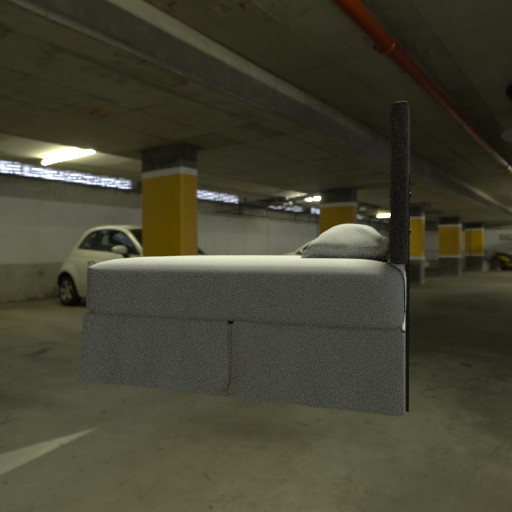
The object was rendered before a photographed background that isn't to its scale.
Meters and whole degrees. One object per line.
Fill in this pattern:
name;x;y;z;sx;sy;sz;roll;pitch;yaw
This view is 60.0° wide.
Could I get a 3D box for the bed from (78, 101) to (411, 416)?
bed;0.000;0.000;3.041;1.997;1.571;1.261;0;1;19
